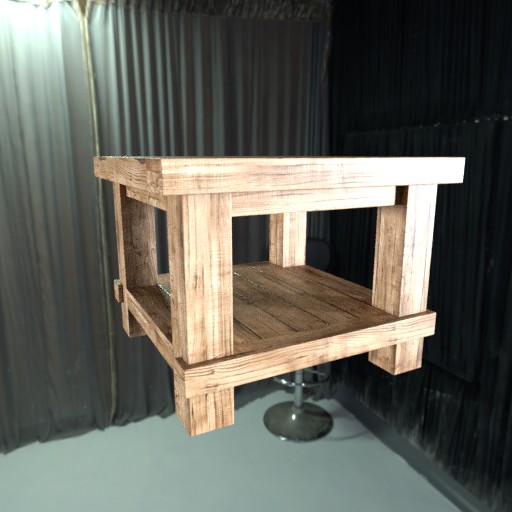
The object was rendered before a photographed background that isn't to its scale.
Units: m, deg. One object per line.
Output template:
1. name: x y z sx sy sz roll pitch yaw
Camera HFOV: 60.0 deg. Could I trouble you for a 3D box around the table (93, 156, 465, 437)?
1. table: 0.000 0.000 1.047 0.610 0.457 0.610 -7 15 -27
